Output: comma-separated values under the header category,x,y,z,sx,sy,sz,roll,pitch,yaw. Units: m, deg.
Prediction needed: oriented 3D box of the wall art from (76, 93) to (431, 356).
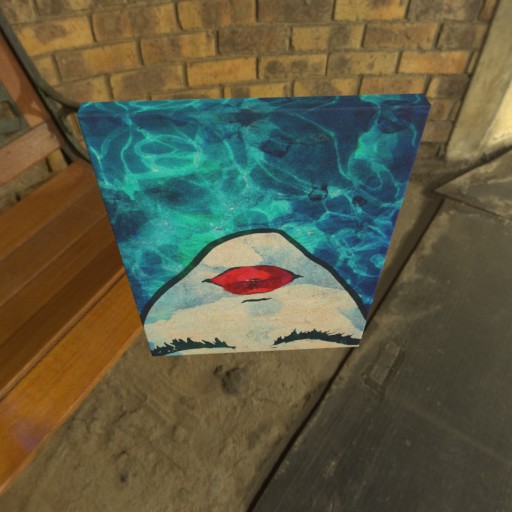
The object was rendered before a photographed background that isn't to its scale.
category,x,y,z,sx,sy,sz,roll,pitch,yaw
wall art,0.000,0.000,0.872,0.508,0.635,0.038,-2,46,-2
